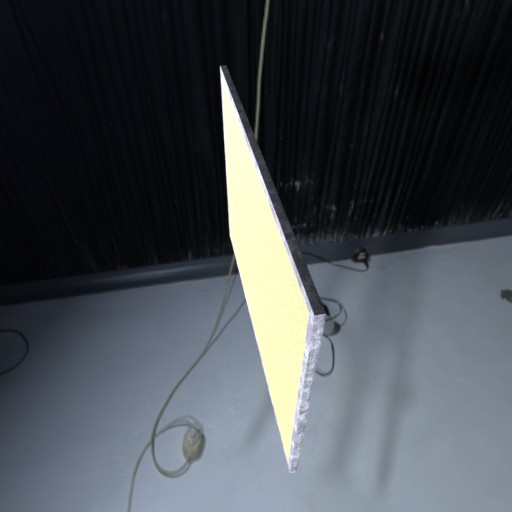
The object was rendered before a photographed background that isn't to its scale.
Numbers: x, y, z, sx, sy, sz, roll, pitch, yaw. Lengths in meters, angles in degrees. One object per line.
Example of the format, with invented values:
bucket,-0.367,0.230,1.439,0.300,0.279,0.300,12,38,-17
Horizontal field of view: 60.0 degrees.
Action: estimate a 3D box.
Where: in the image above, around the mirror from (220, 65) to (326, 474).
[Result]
mirror,0.000,0.000,1.447,0.022,0.795,1.101,-9,46,-8
